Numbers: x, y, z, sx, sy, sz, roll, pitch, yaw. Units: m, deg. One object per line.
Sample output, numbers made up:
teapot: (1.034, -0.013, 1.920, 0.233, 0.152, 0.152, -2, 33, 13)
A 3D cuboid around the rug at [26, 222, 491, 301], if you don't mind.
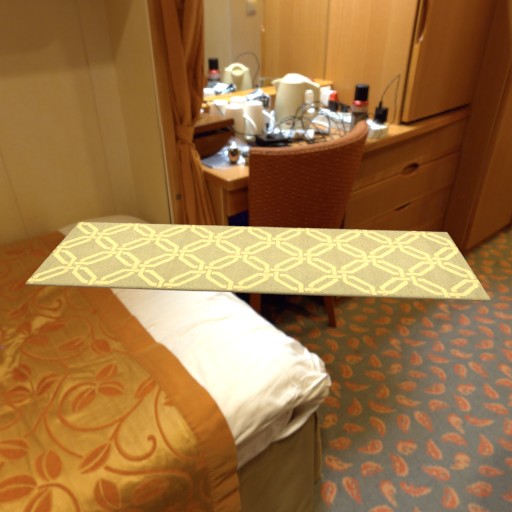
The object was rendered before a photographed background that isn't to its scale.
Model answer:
rug: (0.000, 0.000, 2.449, 2.276, 0.014, 0.678, 2, 31, 3)
